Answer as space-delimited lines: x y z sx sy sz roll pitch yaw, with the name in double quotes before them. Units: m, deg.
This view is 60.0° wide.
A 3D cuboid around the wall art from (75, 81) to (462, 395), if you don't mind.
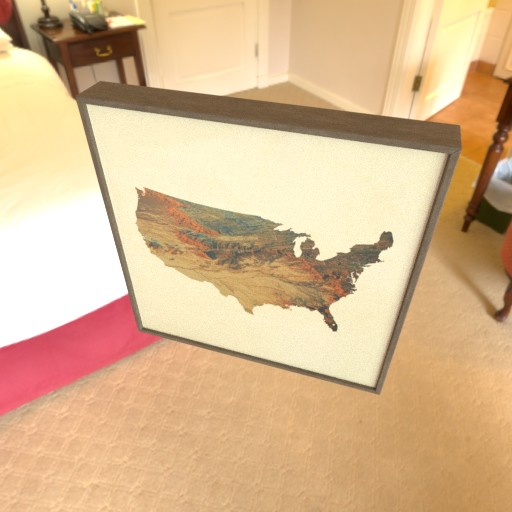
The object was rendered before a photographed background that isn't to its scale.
"wall art" 0.000 0.000 0.445 0.303 0.302 0.038 12 42 13
